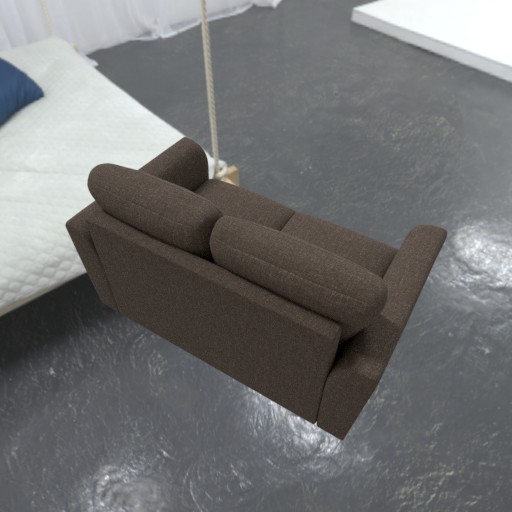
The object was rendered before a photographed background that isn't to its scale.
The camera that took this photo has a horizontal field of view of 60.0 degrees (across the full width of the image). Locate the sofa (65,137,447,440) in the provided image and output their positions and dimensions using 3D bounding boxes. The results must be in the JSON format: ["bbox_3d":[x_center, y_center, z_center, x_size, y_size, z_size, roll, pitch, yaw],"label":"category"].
[{"bbox_3d":[0.000,0.000,2.025,1.423,0.885,0.851,24,51,21],"label":"sofa"}]
